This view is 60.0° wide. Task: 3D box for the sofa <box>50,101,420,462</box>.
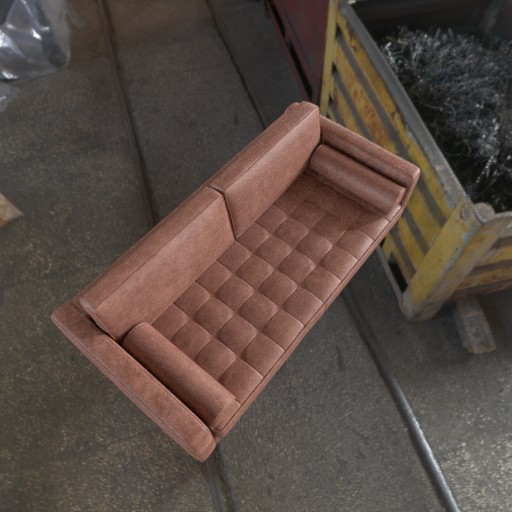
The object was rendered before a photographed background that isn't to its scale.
[{"bbox_3d":[0.000,0.000,2.366,0.910,0.760,1.870,35,65,19],"label":"sofa"}]
